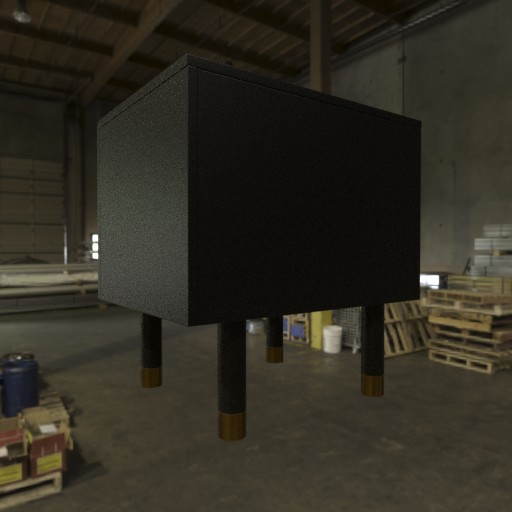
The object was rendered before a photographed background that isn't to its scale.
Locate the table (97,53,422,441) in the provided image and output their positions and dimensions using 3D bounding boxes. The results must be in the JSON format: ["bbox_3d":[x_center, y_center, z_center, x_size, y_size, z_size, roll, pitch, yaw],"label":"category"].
[{"bbox_3d":[0.000,0.000,0.974,0.564,0.584,0.441,-1,1,-36],"label":"table"}]
